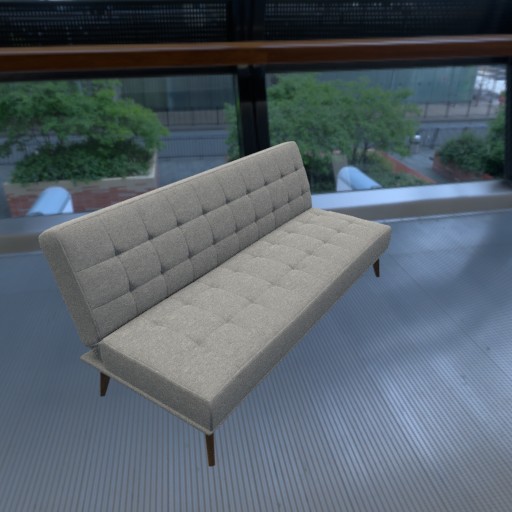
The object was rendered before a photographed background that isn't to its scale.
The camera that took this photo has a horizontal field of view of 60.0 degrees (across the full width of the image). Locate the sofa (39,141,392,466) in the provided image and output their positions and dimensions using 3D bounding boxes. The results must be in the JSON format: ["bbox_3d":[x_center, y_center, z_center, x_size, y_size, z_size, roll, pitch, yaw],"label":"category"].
[{"bbox_3d":[0.000,0.000,2.315,0.860,0.810,1.800,17,32,30],"label":"sofa"}]
